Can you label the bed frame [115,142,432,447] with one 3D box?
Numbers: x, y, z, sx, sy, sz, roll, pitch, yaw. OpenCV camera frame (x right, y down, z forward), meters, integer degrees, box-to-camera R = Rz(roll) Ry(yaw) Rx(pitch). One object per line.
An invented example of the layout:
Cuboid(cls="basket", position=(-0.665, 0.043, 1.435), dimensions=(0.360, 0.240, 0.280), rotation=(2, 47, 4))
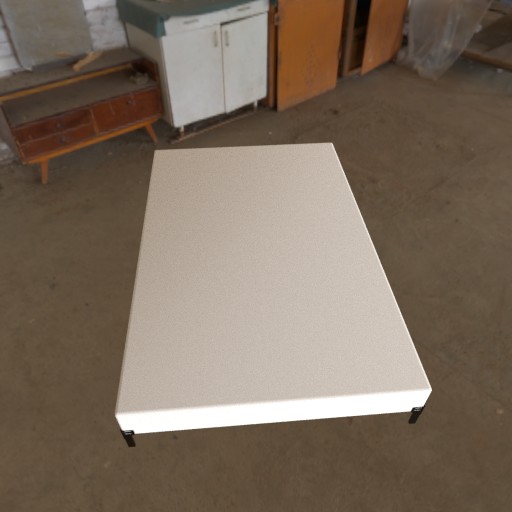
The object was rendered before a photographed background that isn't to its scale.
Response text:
Cuboid(cls="bed frame", position=(0.000, 0.000, 3.860), dimensions=(1.930, 0.440, 2.987), rotation=(-3, 44, -3))
